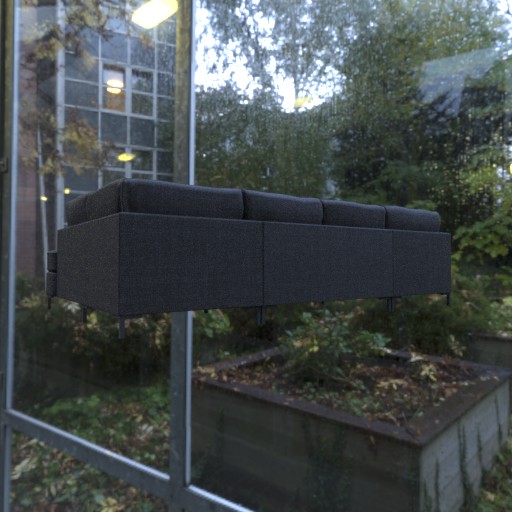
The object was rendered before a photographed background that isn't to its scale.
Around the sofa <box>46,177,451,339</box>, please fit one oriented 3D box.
[{"bbox_3d":[0.000,0.000,4.321,3.423,0.999,2.048,1,-1,-35],"label":"sofa"}]
